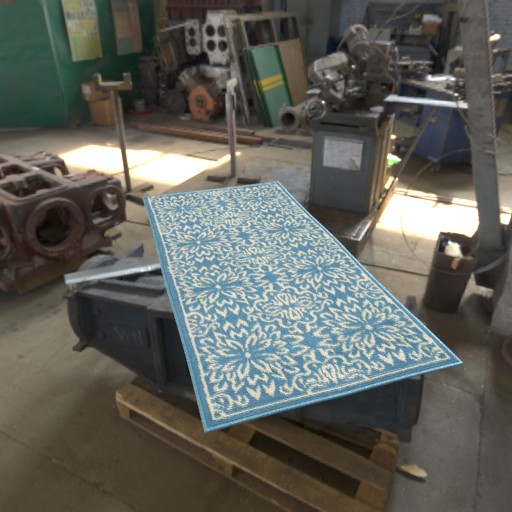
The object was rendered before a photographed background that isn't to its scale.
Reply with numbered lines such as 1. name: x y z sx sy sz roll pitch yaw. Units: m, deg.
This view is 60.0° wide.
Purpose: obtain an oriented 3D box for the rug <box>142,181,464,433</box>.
1. rug: 0.000 0.000 1.433 0.604 0.007 1.219 -9 32 -15
